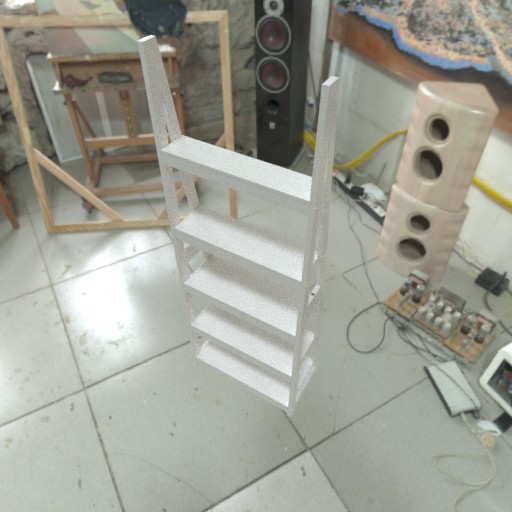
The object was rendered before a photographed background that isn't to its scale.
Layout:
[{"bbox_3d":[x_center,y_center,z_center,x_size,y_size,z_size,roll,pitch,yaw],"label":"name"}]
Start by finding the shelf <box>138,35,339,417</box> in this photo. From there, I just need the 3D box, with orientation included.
[{"bbox_3d":[0.000,0.000,1.945,0.636,1.779,0.341,23,49,22],"label":"shelf"}]
